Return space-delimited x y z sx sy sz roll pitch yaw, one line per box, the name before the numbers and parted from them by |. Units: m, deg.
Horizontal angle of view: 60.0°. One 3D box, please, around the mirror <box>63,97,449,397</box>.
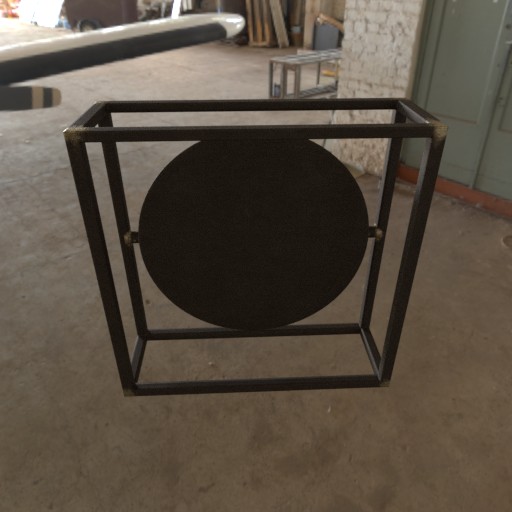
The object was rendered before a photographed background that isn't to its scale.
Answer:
mirror | 0.000 0.000 0.476 0.306 0.303 0.107 -1 32 -2
